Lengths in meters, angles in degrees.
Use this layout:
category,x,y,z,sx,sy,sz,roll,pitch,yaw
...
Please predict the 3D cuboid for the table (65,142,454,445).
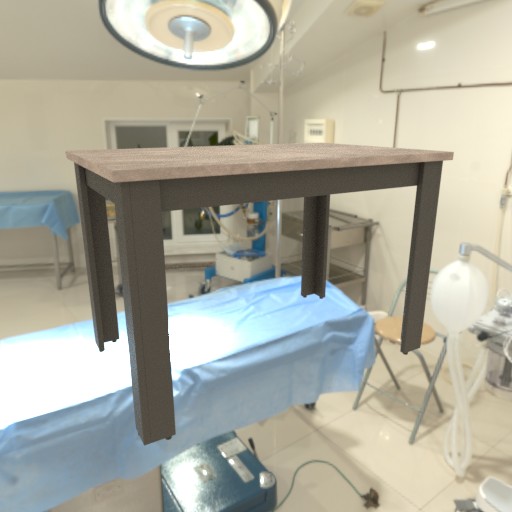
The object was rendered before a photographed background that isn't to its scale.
category,x,y,z,sx,sy,sz,roll,pitch,yaw
table,0.000,0.000,1.593,1.100,0.734,0.700,-10,20,-28
